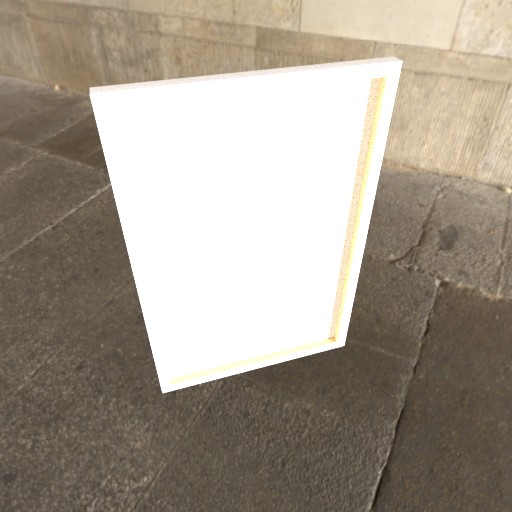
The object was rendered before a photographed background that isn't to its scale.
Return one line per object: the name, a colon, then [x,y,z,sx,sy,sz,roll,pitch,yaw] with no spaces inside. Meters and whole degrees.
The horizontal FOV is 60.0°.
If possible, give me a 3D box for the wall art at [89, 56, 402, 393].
wall art: [0.000,0.000,1.137,0.607,0.912,0.038,-11,42,-13]
